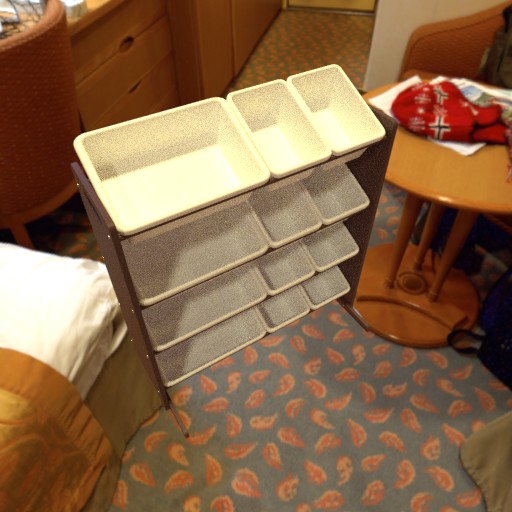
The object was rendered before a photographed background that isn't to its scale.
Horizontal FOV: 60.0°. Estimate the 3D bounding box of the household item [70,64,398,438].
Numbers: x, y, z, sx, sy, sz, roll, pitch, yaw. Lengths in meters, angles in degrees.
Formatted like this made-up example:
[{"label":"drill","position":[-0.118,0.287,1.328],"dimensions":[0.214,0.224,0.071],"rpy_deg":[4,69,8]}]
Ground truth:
[{"label":"household item","position":[0.000,0.000,1.315],"dimensions":[0.787,0.864,0.389],"rpy_deg":[-24,50,-22]}]
